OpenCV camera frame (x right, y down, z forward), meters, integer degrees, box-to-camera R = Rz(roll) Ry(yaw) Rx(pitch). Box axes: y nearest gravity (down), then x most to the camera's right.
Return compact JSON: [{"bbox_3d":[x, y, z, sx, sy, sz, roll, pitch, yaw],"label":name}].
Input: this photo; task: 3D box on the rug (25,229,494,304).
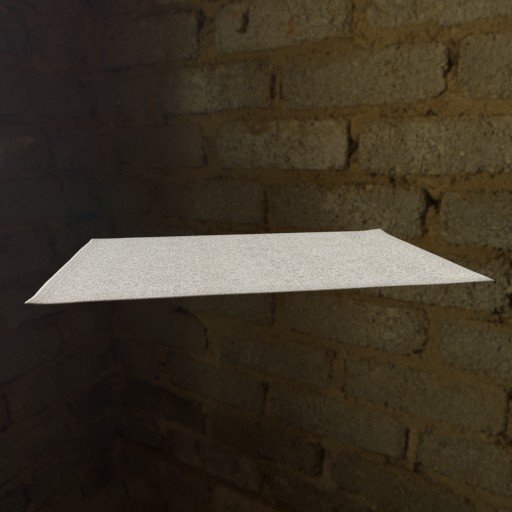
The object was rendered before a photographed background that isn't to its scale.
[{"bbox_3d":[0.000,0.000,2.383,1.947,0.023,1.214,-2,14,-8],"label":"rug"}]
